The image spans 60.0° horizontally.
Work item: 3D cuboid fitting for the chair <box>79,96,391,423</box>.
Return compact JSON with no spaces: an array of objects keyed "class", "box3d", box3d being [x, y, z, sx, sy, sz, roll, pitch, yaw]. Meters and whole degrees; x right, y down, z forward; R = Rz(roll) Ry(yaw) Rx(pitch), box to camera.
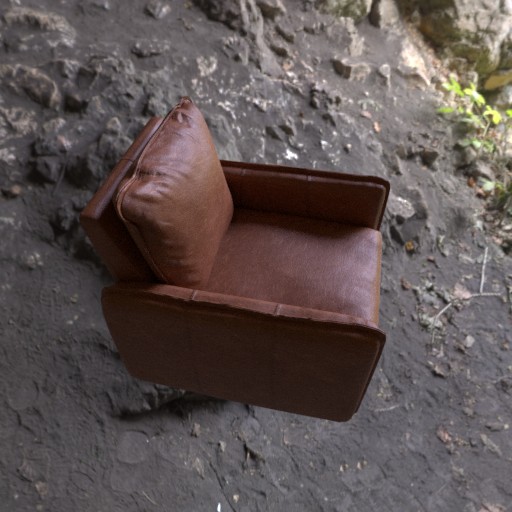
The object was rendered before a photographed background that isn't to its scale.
[{"class":"chair","box3d":[0.000,0.000,1.635,0.922,0.922,0.830,9,48,9]}]
